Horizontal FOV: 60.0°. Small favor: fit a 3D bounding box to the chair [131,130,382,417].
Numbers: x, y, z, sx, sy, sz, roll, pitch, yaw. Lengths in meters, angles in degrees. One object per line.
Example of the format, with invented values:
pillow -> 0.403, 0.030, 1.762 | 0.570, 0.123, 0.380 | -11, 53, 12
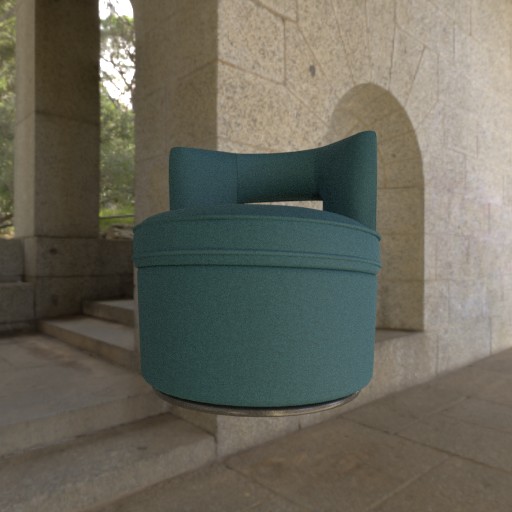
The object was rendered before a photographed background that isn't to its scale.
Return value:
chair -> 0.000, 0.000, 1.248 | 0.684, 0.711, 0.660 | 0, 0, 18
